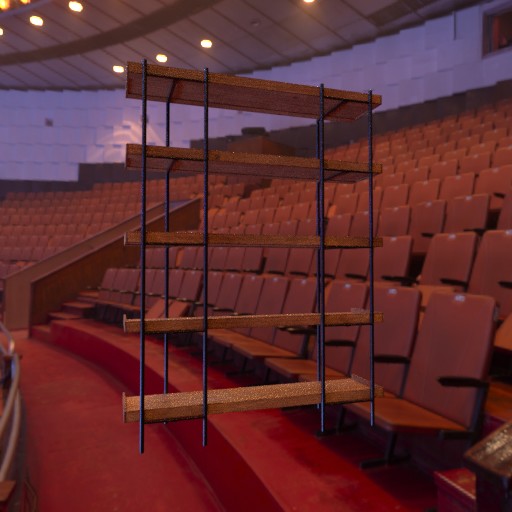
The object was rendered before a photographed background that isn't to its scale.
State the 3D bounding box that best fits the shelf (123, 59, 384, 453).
[{"bbox_3d":[0.000,0.000,2.411,1.371,1.826,0.379,1,-2,-17],"label":"shelf"}]
